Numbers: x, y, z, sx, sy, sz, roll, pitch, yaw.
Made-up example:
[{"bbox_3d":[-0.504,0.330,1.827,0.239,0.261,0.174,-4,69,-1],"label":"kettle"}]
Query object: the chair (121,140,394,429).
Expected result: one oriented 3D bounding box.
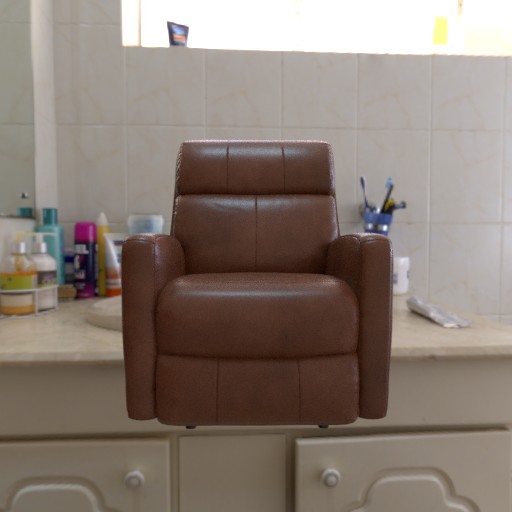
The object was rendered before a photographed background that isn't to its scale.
[{"bbox_3d":[0.000,0.000,1.651,0.787,1.016,0.939,0,2,-1],"label":"chair"}]
